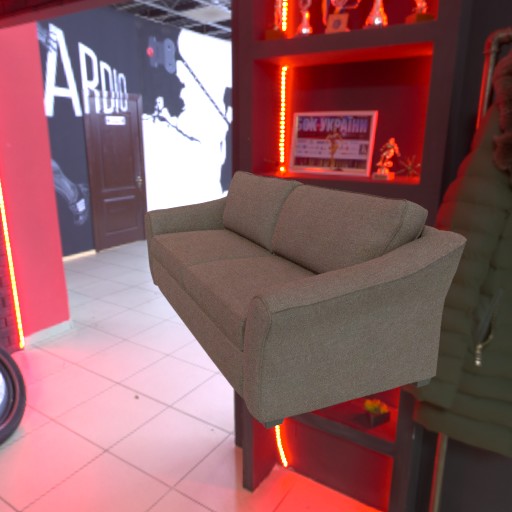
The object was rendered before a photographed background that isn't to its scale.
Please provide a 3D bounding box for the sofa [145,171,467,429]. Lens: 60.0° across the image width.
[{"bbox_3d":[0.000,0.000,2.747,0.986,0.906,2.270,-7,16,-24],"label":"sofa"}]
